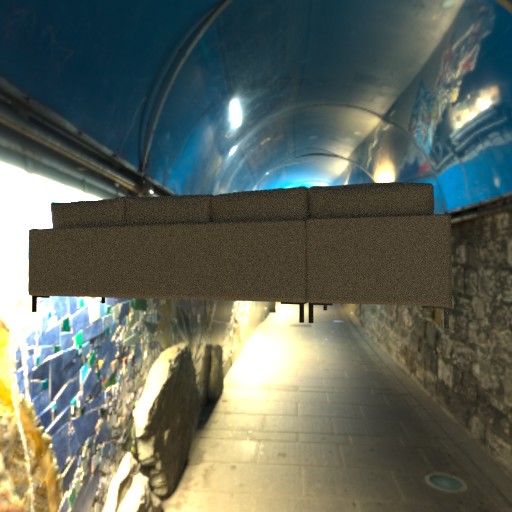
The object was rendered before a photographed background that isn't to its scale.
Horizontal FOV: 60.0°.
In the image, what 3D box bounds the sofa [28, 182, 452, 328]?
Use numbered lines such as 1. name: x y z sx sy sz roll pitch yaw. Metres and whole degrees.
1. sofa: 0.000 0.000 3.099 2.423 0.703 1.617 0 -1 18
